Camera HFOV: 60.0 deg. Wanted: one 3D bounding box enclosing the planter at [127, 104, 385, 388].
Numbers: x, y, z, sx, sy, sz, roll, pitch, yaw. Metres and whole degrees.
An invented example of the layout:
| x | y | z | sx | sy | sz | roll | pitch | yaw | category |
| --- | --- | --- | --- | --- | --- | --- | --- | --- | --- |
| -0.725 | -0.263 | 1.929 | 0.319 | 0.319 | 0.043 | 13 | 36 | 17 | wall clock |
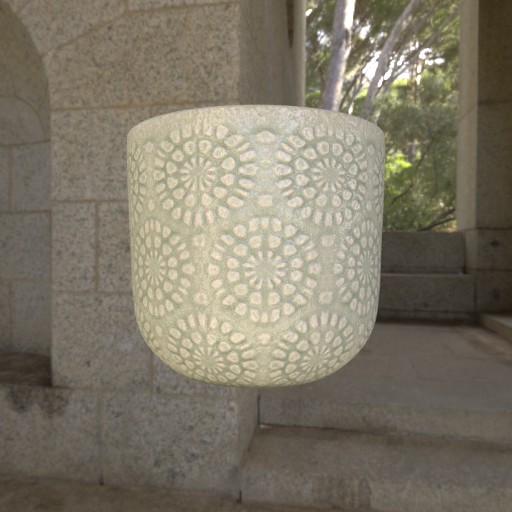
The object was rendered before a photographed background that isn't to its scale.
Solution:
| x | y | z | sx | sy | sz | roll | pitch | yaw | category |
| --- | --- | --- | --- | --- | --- | --- | --- | --- | --- |
| 0.000 | 0.000 | 0.304 | 0.169 | 0.153 | 0.169 | 0 | 1 | 0 | planter |
